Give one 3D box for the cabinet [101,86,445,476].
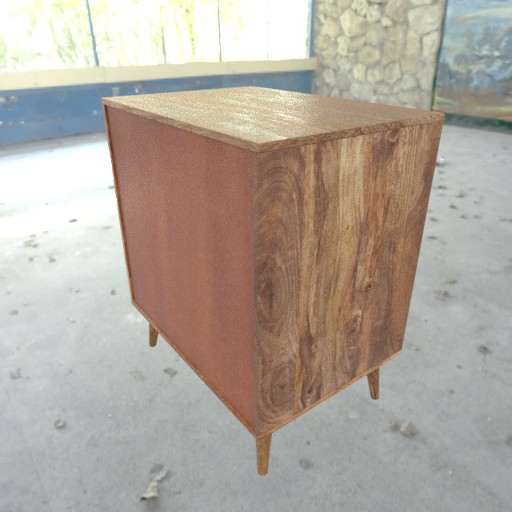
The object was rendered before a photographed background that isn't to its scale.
[{"bbox_3d":[0.000,0.000,1.160,0.473,0.758,0.647,-18,32,-32],"label":"cabinet"}]
